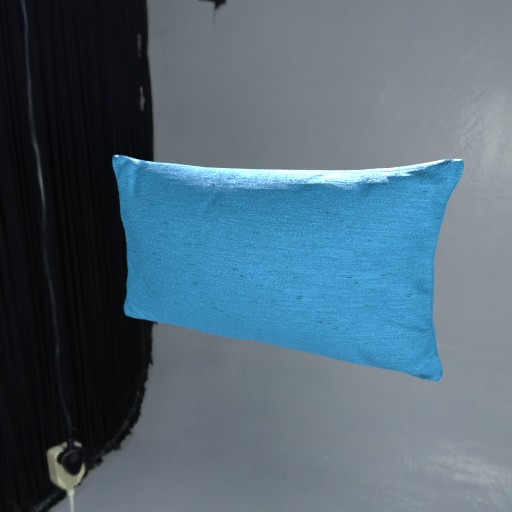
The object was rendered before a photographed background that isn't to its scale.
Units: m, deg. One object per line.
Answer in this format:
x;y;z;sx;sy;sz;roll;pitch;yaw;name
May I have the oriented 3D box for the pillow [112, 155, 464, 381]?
0.000;0.000;0.773;0.633;0.338;0.210;7;16;25;pillow
